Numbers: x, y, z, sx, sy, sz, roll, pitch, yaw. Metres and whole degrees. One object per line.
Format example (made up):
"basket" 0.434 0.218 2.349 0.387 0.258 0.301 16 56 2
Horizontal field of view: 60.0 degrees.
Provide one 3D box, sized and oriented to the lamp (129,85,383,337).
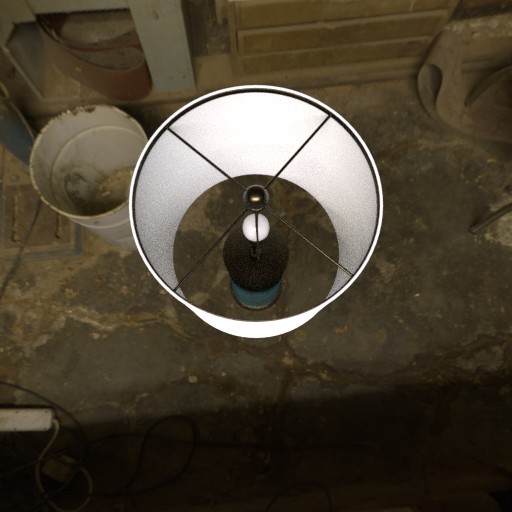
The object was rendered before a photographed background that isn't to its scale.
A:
"lamp" 0.000 0.000 0.818 0.301 0.630 0.301 -5 77 -1
